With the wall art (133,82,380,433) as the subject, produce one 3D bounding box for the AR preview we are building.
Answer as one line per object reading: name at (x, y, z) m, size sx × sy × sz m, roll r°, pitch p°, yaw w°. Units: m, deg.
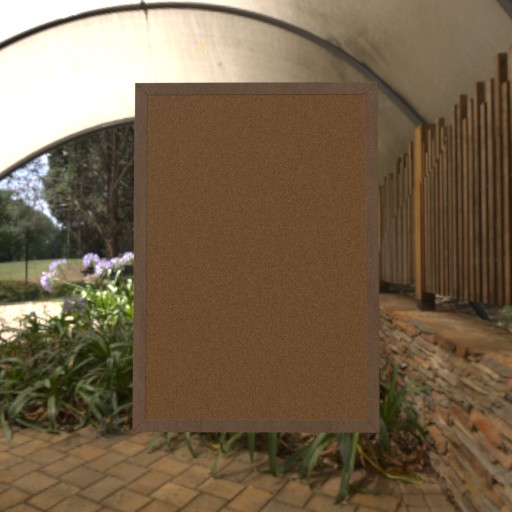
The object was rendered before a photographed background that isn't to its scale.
wall art at (0.000, 0.000, 0.659) m, size 0.356 × 0.509 × 0.031 m, roll 0°, pitch -1°, yaw 1°
